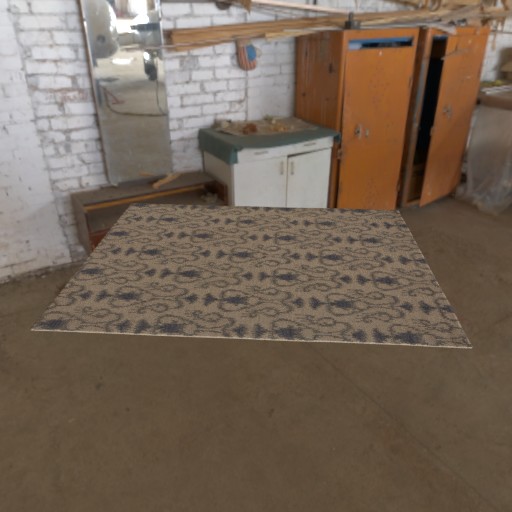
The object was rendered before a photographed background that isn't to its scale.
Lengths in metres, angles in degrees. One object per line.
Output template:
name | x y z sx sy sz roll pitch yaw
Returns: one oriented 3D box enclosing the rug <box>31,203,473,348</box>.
rug | 0.000 0.000 4.245 3.205 0.015 2.437 2 29 3
